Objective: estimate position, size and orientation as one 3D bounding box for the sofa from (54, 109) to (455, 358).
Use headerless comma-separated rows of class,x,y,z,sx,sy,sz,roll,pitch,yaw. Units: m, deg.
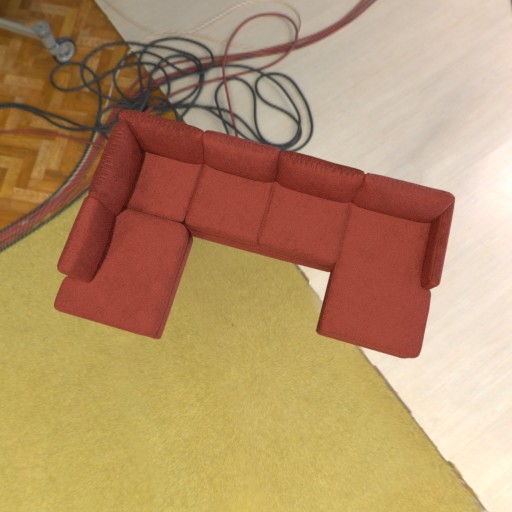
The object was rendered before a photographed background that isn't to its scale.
sofa,0.000,0.000,4.321,3.434,0.992,2.055,15,76,4
